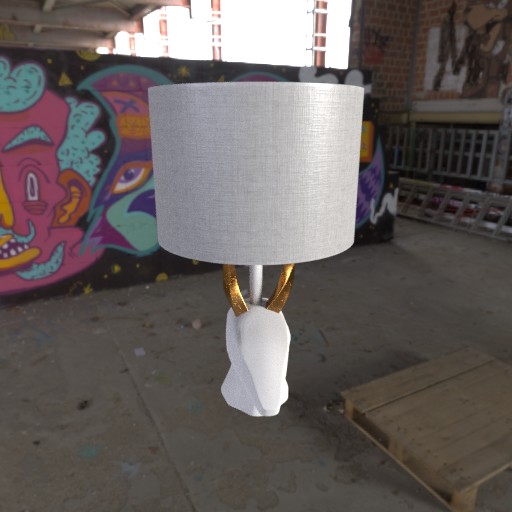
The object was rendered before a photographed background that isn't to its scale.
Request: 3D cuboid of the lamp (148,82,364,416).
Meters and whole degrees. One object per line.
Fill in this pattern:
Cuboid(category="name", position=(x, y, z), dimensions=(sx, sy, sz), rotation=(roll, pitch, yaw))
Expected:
Cuboid(category="lamp", position=(0.000, 0.000, 0.700), dimensions=(0.298, 0.503, 0.298), rotation=(-3, 17, -8))
